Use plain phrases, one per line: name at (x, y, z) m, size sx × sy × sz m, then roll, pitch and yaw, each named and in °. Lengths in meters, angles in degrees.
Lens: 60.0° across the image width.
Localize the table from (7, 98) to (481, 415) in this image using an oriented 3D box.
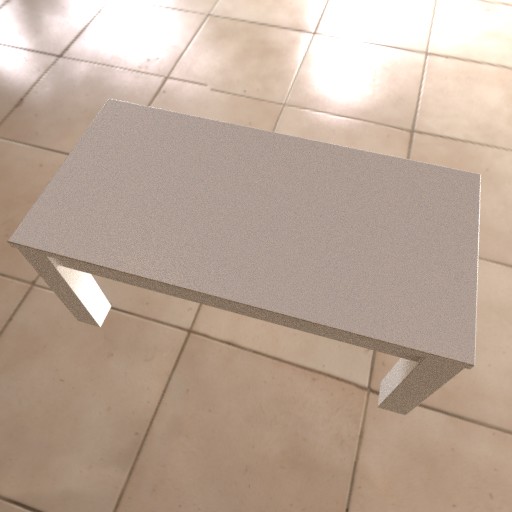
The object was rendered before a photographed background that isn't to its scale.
table at (0.000, 0.000, 2.190) m, size 1.800 × 0.790 × 0.900 m, roll 14°, pitch 59°, yaw 9°
